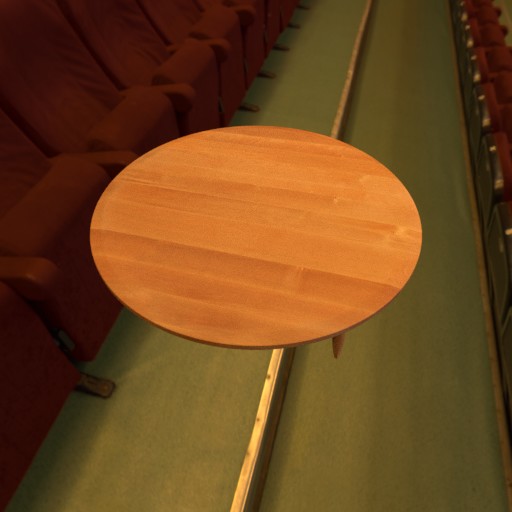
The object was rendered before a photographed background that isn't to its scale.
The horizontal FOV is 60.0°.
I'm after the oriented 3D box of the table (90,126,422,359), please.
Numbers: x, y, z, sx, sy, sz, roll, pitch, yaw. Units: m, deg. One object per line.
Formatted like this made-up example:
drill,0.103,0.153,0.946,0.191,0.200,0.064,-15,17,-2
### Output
table,0.000,0.000,1.380,0.900,0.400,0.900,0,46,0
